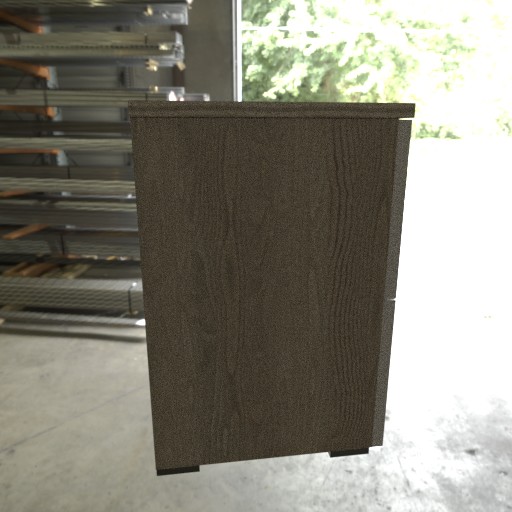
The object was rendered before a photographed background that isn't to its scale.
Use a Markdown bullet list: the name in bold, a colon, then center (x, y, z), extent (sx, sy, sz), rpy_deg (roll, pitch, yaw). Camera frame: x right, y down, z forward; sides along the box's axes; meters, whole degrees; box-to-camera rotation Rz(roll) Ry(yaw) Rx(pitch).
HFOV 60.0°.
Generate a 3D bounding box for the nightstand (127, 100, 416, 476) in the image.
- **nightstand**: center (0.000, 0.000, 0.741), extent (0.325, 0.461, 0.442), rpy_deg (-2, 16, -8)
